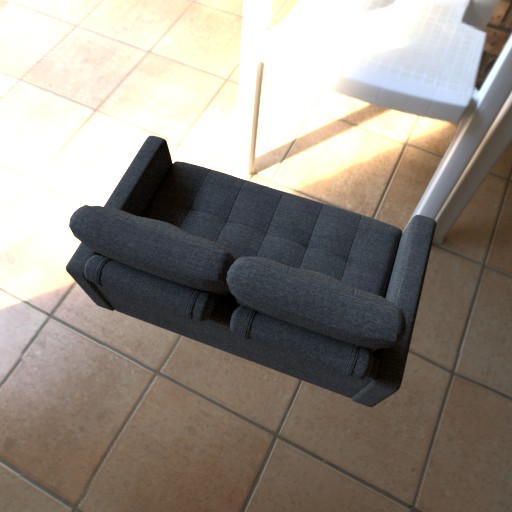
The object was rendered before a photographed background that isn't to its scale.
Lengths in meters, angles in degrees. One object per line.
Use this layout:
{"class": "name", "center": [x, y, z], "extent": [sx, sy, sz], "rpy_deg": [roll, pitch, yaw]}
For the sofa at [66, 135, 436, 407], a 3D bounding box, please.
{"class": "sofa", "center": [0.000, 0.000, 1.980], "extent": [1.407, 0.907, 0.842], "rpy_deg": [18, 65, 9]}
